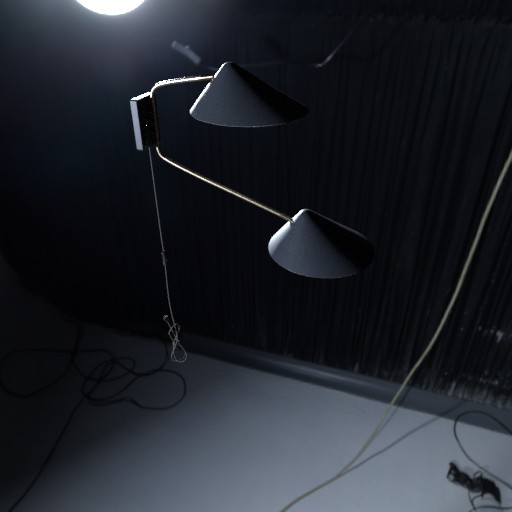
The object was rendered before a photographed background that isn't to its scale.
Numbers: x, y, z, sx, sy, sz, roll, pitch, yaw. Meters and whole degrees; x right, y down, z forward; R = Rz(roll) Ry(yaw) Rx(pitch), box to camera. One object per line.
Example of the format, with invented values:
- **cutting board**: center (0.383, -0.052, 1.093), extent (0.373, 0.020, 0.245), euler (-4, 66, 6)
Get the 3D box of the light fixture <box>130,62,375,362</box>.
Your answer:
- **light fixture**: center (0.000, 0.000, 0.827), extent (0.422, 0.665, 0.189), euler (9, 33, 15)
